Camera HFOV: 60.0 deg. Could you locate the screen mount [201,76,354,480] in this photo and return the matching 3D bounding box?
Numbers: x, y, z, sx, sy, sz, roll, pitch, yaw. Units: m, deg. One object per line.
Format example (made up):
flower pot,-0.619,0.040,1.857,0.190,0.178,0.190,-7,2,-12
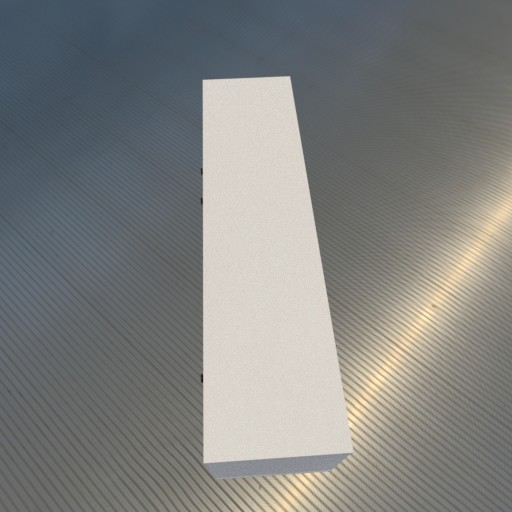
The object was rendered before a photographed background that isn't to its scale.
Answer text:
screen mount,0.000,0.000,1.821,0.418,0.520,1.600,-3,58,-2
